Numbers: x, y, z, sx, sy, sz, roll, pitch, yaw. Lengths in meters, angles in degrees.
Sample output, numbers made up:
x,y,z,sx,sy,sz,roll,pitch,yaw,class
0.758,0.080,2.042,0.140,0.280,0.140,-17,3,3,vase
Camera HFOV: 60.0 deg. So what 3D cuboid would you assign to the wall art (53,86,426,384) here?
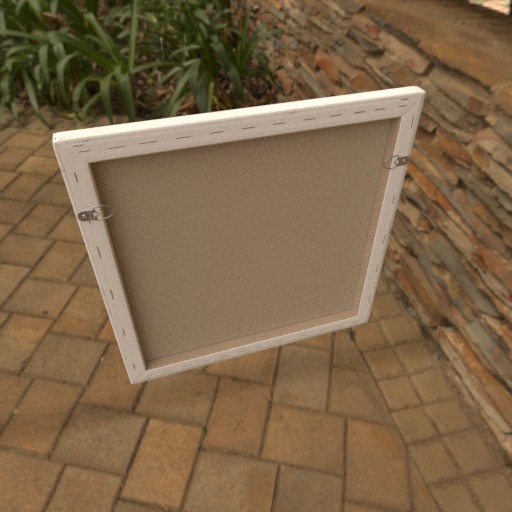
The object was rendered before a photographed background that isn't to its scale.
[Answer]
x,y,z,sx,sy,sz,roll,pitch,yaw,class
0.000,0.000,1.124,0.762,0.762,0.038,-12,43,-13,wall art
